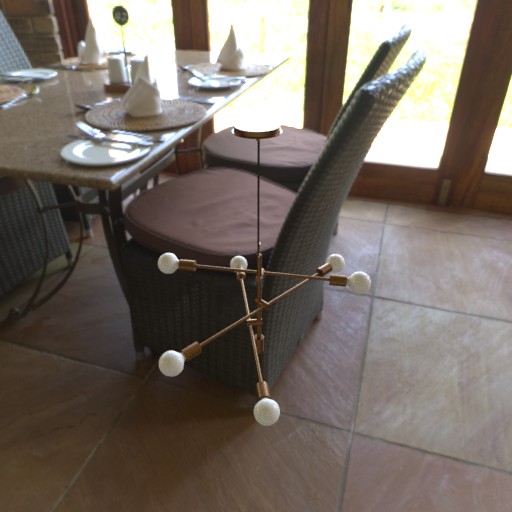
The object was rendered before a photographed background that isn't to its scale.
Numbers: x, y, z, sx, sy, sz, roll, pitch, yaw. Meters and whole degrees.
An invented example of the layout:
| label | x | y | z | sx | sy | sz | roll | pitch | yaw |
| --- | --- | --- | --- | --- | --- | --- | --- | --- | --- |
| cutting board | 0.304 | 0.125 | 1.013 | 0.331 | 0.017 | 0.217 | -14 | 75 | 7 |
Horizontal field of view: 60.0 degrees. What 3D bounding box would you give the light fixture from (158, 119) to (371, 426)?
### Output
| label | x | y | z | sx | sy | sz | roll | pitch | yaw |
| --- | --- | --- | --- | --- | --- | --- | --- | --- | --- |
| light fixture | 0.000 | 0.000 | 1.257 | 0.637 | 0.744 | 0.682 | 11 | 34 | 18 |
